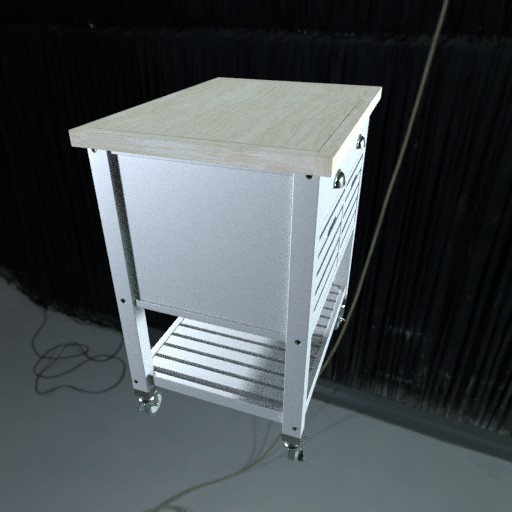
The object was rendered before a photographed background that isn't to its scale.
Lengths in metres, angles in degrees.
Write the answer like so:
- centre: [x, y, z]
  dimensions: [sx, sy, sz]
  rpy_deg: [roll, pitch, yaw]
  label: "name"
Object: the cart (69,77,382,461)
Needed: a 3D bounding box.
- centre: [0.000, 0.000, 1.384]
  dimensions: [0.559, 0.914, 0.762]
  rpy_deg: [10, 32, 17]
  label: "cart"
